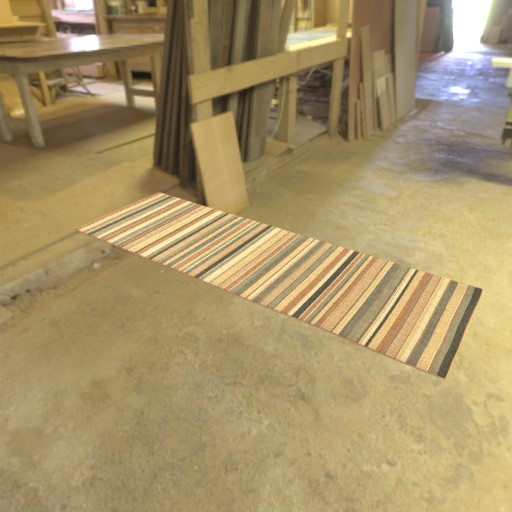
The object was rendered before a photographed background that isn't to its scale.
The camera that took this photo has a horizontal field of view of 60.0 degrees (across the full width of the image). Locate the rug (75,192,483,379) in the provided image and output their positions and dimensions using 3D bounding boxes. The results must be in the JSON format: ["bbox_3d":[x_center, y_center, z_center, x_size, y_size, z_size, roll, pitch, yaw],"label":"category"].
[{"bbox_3d":[0.000,0.000,2.707,2.444,0.010,0.799,19,35,29],"label":"rug"}]
